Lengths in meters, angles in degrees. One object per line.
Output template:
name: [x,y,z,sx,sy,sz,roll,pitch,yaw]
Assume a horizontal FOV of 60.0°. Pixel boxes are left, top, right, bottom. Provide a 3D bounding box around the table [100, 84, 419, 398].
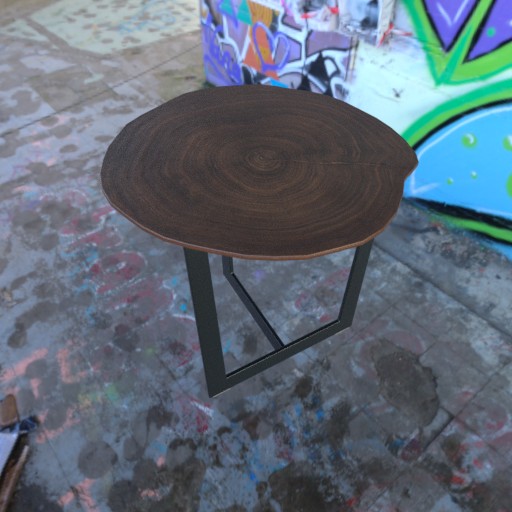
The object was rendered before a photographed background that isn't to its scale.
table: [0.000,0.000,0.880,0.477,0.476,0.494,-31,53,-27]
